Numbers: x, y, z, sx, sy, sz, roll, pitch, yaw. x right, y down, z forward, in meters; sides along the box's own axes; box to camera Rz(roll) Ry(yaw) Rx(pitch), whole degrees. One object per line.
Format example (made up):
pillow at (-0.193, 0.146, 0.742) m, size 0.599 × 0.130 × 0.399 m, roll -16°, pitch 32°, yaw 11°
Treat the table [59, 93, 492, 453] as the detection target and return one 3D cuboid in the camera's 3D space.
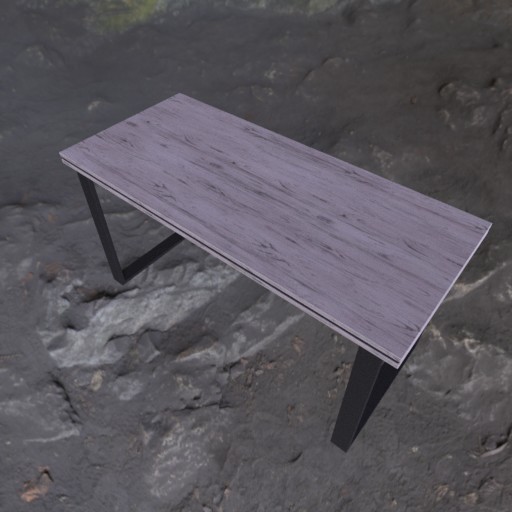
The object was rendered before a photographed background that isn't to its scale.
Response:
table at (0.000, 0.000, 2.262) m, size 1.778 × 0.899 × 0.795 m, roll 30°, pitch 53°, yaw 26°
